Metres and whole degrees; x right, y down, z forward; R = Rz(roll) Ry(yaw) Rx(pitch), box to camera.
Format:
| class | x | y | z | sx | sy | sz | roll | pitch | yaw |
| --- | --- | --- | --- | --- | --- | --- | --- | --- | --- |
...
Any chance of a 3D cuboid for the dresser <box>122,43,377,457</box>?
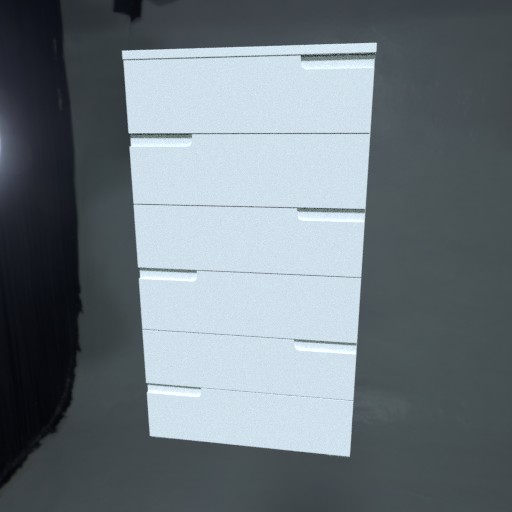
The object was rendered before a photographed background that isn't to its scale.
| class | x | y | z | sx | sy | sz | roll | pitch | yaw |
| --- | --- | --- | --- | --- | --- | --- | --- | --- | --- |
| dresser | 0.000 | 0.000 | 1.456 | 0.650 | 1.190 | 0.400 | 2 | 15 | 8 |
